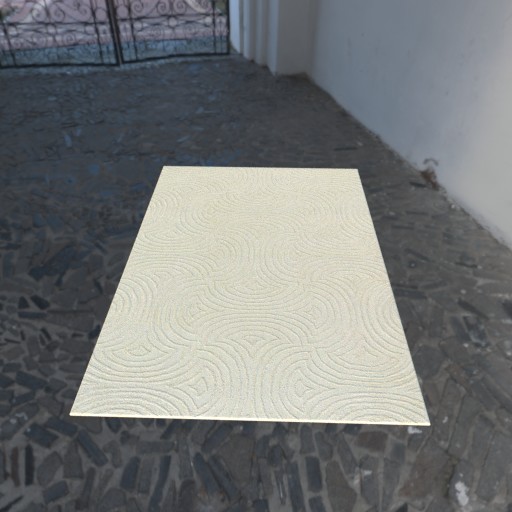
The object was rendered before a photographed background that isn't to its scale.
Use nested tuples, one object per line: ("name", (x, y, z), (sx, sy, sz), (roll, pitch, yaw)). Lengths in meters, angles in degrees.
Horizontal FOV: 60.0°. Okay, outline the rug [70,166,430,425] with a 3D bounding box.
("rug", (0.000, 0.000, 2.681), (1.526, 0.015, 2.132), (1, 41, 1))
